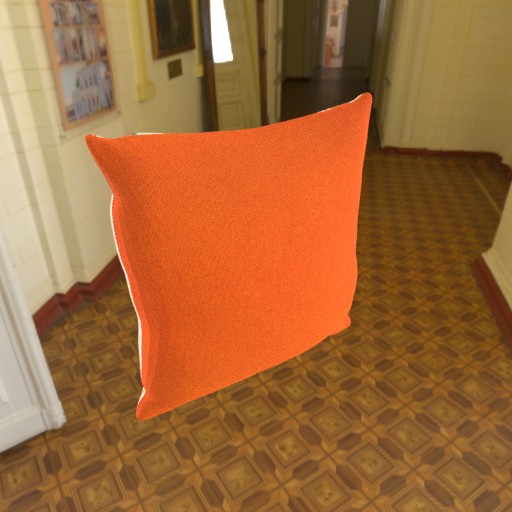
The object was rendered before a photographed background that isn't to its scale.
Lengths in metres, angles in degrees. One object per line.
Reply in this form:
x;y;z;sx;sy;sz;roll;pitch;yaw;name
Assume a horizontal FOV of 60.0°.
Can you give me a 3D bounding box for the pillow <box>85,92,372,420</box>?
0.000;0.000;0.678;0.440;0.441;0.182;-18;34;-29;pillow
